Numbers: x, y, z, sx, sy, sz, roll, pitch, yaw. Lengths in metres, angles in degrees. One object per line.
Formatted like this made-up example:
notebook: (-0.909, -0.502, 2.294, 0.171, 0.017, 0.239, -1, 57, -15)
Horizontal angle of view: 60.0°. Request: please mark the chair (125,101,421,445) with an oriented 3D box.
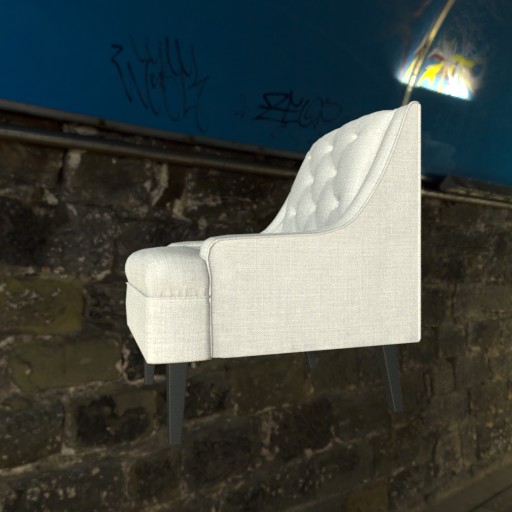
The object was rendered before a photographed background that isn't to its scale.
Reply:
chair: (0.000, 0.000, 1.410, 0.772, 0.891, 0.658, 0, 0, -20)
